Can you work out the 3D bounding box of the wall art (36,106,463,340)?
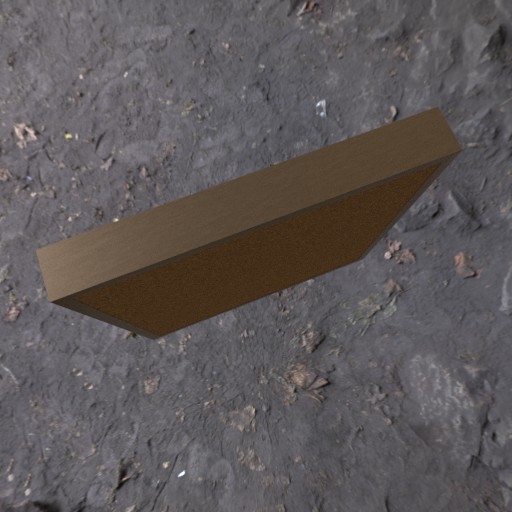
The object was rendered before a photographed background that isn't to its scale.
[{"bbox_3d":[0.000,0.000,0.455,0.304,0.305,0.038,-21,76,-5],"label":"wall art"}]
